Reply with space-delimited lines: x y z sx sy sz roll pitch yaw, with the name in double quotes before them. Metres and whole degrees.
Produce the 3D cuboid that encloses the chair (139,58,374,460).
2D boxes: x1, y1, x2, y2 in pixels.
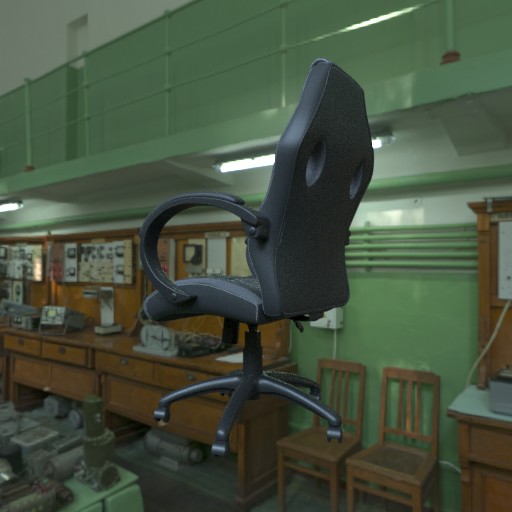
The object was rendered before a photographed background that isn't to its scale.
"chair" 0.000 0.000 1.599 0.724 1.187 0.673 -1 -1 35
